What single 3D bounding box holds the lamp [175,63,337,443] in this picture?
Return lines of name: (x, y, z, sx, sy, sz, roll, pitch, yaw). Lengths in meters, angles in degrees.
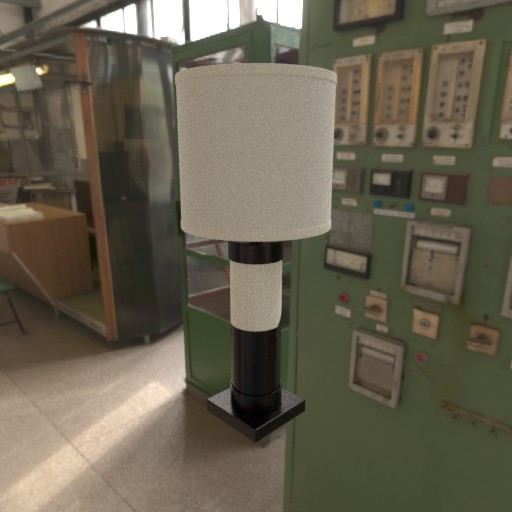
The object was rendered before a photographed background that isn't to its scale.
lamp: (0.000, 0.000, 0.643, 0.211, 0.509, 0.211, -14, 20, -43)
